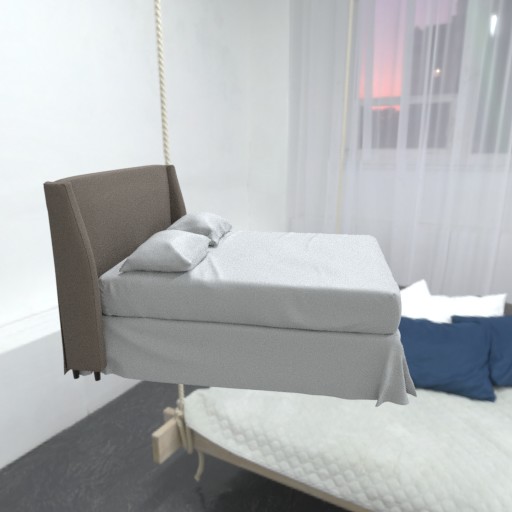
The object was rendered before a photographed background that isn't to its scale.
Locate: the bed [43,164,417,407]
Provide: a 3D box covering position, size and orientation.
[{"bbox_3d":[0.000,0.000,3.508,2.276,1.332,1.925,2,15,9],"label":"bed"}]
